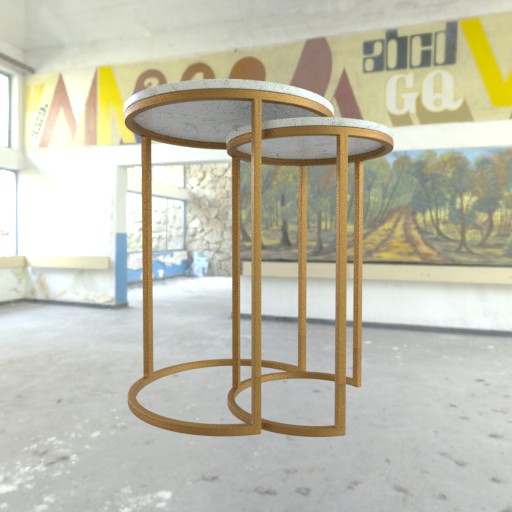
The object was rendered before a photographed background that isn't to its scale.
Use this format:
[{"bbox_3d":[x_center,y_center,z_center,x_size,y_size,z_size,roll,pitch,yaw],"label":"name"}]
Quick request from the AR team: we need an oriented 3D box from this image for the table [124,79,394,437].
[{"bbox_3d":[0.000,0.000,0.863,0.507,0.550,0.400,1,2,19],"label":"table"}]
